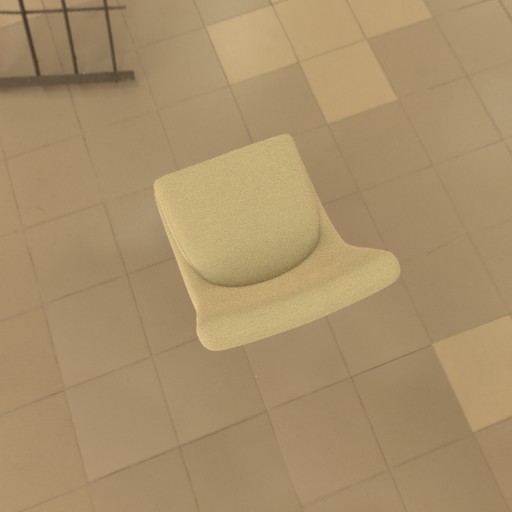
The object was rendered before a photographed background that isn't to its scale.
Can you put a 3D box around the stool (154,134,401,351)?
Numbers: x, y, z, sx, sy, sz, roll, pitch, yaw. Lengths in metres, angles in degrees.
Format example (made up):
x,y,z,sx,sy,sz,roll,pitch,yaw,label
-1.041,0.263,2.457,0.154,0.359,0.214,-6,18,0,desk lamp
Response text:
x,y,z,sx,sy,sz,roll,pitch,yaw,label
0.000,0.000,1.415,0.470,1.078,0.577,-20,76,-5,stool
